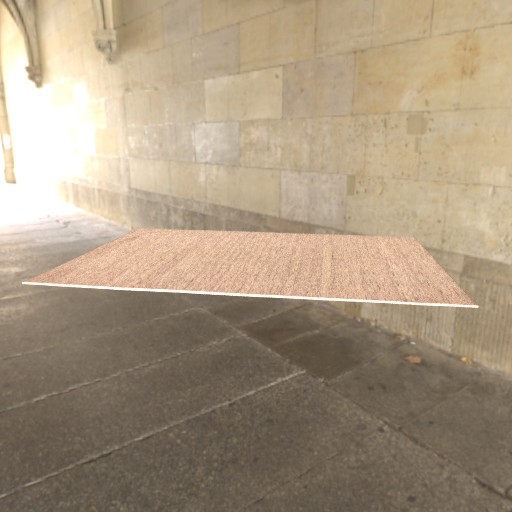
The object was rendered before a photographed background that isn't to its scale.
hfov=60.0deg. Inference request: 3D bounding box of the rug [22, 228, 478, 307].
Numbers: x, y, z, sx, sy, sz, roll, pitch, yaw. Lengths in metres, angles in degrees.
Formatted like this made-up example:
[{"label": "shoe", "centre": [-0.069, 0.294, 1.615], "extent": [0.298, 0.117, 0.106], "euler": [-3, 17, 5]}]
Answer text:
[{"label": "rug", "centre": [0.000, 0.000, 2.351], "extent": [1.840, 0.013, 1.225], "euler": [2, 15, 8]}]
